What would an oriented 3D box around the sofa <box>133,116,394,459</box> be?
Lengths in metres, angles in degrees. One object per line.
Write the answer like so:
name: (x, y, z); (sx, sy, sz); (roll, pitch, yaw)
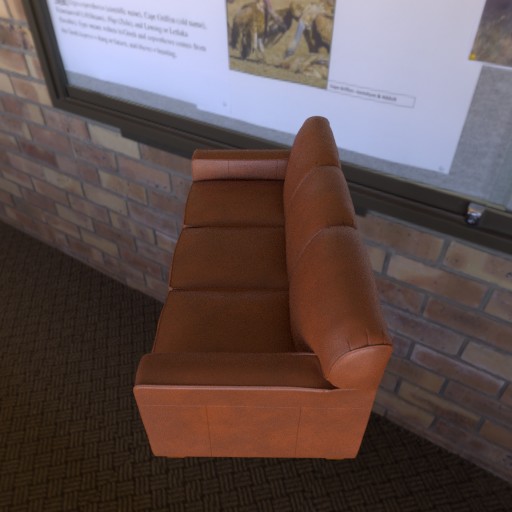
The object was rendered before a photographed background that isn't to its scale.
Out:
sofa: (0.000, 0.000, 2.571); (1.008, 0.953, 2.039); (0, 40, 0)
